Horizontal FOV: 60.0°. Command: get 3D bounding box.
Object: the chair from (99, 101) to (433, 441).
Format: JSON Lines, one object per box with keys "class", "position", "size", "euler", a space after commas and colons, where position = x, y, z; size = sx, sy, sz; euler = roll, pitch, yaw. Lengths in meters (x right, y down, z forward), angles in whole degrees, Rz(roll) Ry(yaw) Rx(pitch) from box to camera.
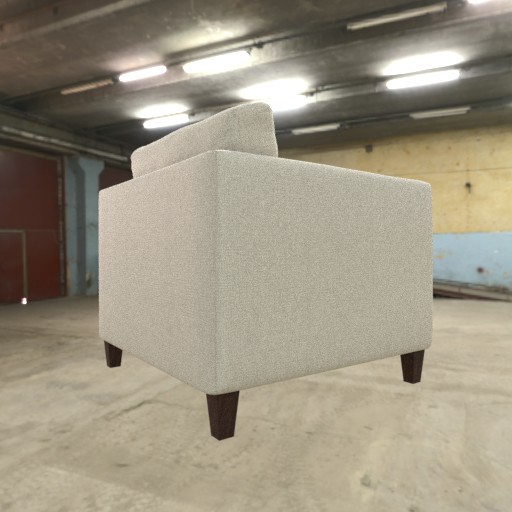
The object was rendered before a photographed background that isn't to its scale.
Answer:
{"class": "chair", "position": [0.000, 0.000, 1.729], "size": [0.959, 0.919, 0.996], "euler": [0, 1, -36]}
